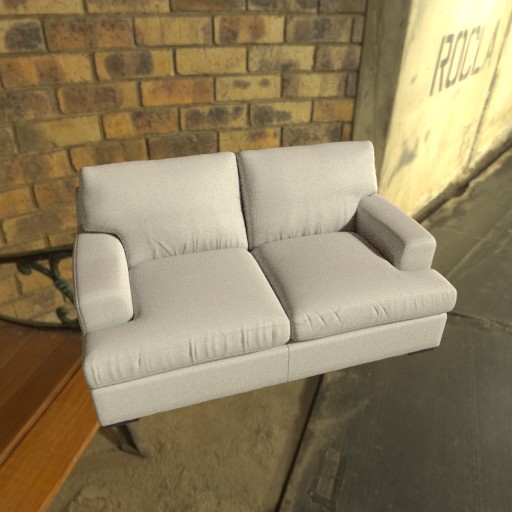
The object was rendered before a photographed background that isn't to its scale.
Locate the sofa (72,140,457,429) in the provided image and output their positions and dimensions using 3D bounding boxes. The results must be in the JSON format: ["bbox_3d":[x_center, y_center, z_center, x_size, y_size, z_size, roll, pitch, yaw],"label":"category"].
[{"bbox_3d":[0.000,0.000,2.440,1.880,0.940,1.143,-9,32,-15],"label":"sofa"}]
